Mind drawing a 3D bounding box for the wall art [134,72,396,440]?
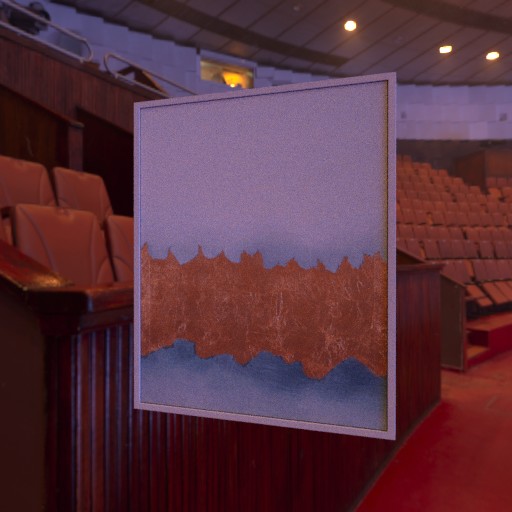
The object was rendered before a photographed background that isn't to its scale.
[{"bbox_3d":[0.000,0.000,0.751,0.451,0.553,0.039,0,0,18],"label":"wall art"}]
